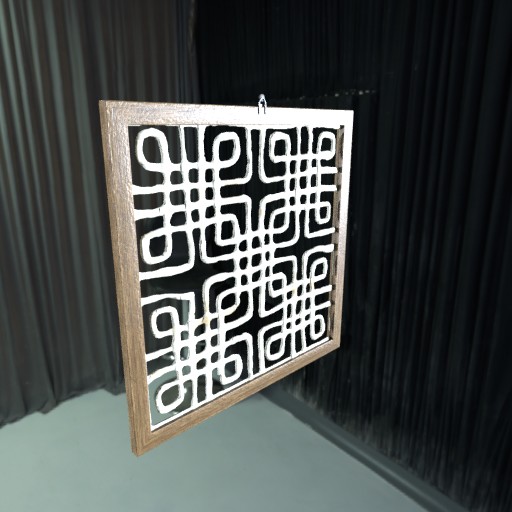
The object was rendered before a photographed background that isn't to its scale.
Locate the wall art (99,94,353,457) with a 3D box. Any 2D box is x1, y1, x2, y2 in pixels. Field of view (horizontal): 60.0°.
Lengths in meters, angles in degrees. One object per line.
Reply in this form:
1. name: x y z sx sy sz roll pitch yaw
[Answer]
1. wall art: 0.000 0.000 0.845 0.561 0.582 0.021 -15 22 -41
